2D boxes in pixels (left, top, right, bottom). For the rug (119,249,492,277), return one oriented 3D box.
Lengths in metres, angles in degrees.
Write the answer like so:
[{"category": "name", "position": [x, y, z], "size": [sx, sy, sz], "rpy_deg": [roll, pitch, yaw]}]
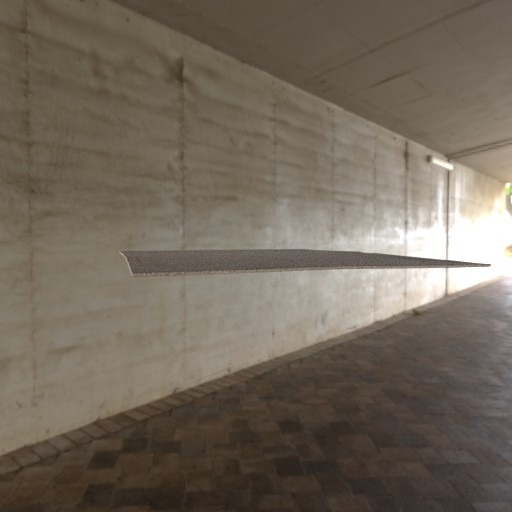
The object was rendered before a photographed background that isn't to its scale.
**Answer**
[{"category": "rug", "position": [0.000, 0.000, 4.981], "size": [2.873, 0.053, 3.778], "rpy_deg": [-1, 3, -18]}]
